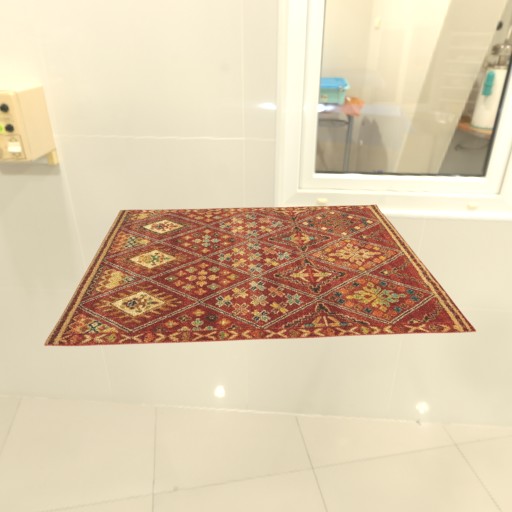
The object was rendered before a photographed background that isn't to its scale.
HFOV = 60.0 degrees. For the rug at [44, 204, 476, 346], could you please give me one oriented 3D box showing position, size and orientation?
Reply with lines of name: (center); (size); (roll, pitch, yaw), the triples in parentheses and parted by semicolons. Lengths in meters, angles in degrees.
rug: (0.000, 0.000, 4.232); (3.086, 0.030, 2.489); (-2, 28, -3)
